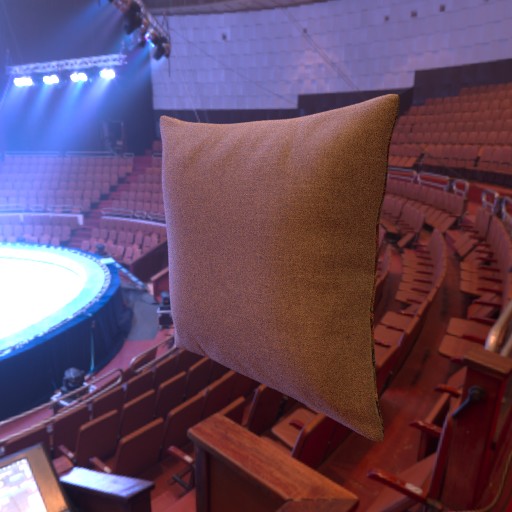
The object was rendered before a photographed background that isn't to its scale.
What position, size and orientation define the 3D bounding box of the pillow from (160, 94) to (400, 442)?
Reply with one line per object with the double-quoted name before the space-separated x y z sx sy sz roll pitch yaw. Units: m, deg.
"pillow" 0.000 0.000 0.790 0.523 0.506 0.166 12 17 42
